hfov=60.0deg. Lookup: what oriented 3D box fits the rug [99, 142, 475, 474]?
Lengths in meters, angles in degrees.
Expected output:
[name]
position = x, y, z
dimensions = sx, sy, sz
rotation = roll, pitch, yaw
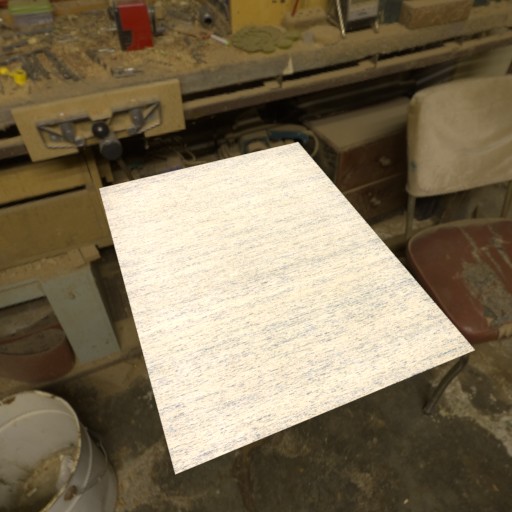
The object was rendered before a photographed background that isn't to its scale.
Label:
[rug]
position = 0.000, 0.000, 4.207
dimensions = 2.438, 0.006, 3.197
rotation = -17, 49, -15
